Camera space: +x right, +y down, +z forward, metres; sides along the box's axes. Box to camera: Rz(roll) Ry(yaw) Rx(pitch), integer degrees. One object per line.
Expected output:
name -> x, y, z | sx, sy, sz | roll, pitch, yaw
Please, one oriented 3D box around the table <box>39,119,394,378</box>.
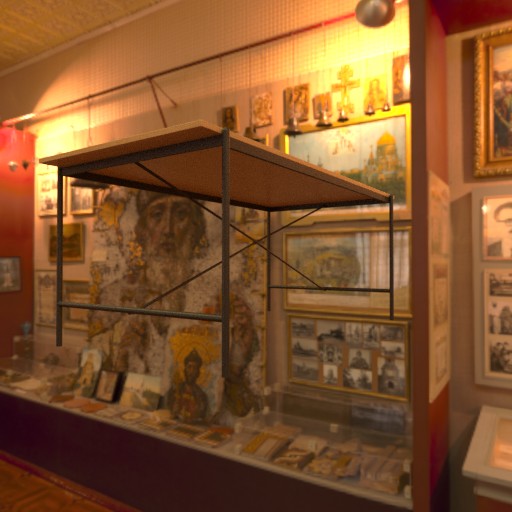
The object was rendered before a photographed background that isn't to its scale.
table -> 0.000, 0.000, 2.253 | 0.900, 0.758, 1.800 | -1, -1, 34
